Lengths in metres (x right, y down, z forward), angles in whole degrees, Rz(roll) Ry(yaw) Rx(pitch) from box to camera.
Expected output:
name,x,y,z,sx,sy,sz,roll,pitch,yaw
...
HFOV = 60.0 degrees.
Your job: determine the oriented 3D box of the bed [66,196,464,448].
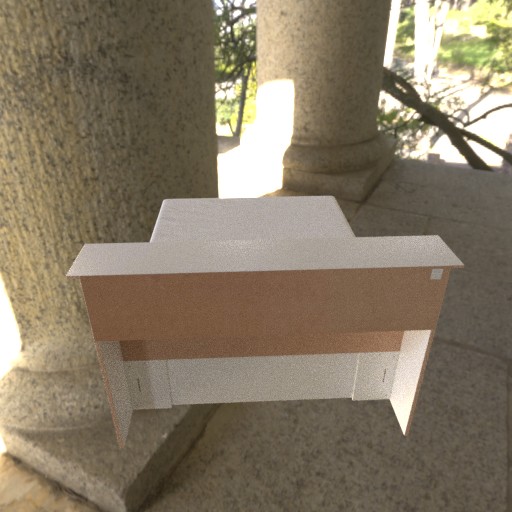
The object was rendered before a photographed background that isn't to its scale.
name,x,y,z,sx,sy,sz,roll,pitch,yaw
bed,0.000,0.000,3.047,1.671,1.092,2.133,-1,30,-3
